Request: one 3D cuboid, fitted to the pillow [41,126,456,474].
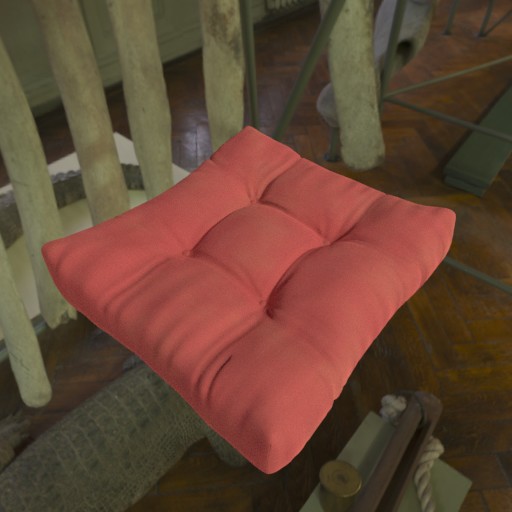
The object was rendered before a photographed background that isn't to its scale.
[{"bbox_3d":[0.000,0.000,0.714,0.468,0.128,0.490,31,54,26],"label":"pillow"}]
